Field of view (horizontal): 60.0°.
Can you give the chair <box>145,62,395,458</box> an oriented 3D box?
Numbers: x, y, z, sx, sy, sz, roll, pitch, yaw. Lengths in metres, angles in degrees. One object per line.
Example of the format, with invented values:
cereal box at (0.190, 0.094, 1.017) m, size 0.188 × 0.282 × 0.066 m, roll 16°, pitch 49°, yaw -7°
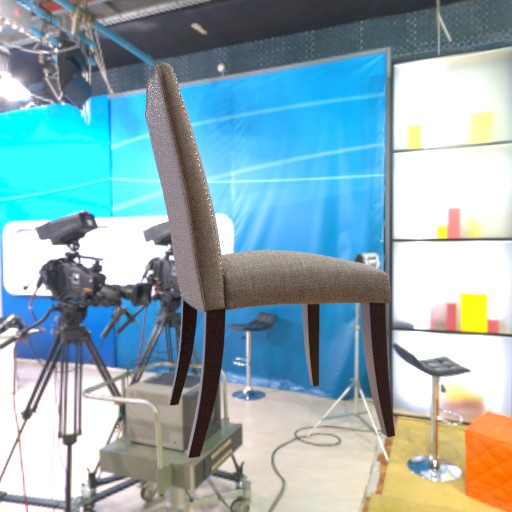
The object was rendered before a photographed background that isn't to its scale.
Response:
chair at (0.000, 0.000, 1.384) m, size 0.660 × 1.016 × 0.513 m, roll 0°, pitch 1°, yaw -18°
